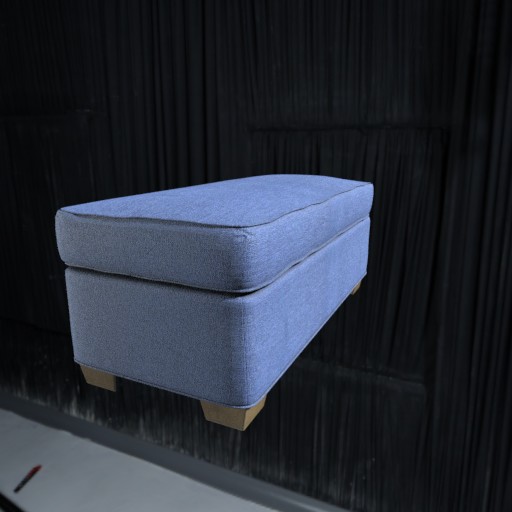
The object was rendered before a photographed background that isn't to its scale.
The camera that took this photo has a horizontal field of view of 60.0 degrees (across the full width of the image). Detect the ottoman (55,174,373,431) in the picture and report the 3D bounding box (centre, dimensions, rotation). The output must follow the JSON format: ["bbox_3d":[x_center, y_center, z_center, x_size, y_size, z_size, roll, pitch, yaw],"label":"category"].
[{"bbox_3d":[0.000,0.000,1.408,0.515,0.460,1.110,7,16,25],"label":"ottoman"}]
